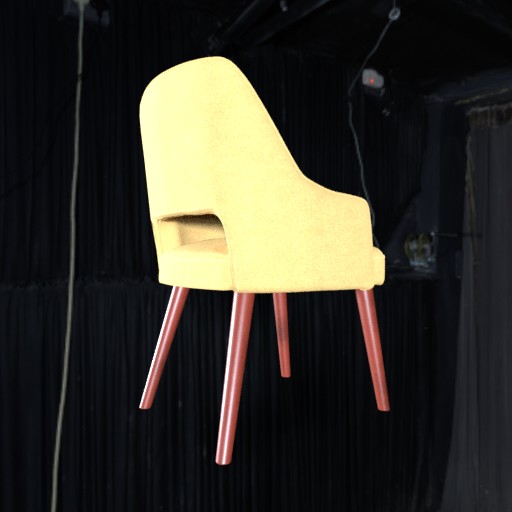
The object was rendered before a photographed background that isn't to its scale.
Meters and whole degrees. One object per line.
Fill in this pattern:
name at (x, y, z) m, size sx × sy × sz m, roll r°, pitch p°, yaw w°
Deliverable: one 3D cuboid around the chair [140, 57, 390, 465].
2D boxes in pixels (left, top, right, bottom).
chair at (0.000, 0.000, 1.221) m, size 0.605 × 0.849 × 0.548 m, roll 0°, pitch 0°, yaw -37°
